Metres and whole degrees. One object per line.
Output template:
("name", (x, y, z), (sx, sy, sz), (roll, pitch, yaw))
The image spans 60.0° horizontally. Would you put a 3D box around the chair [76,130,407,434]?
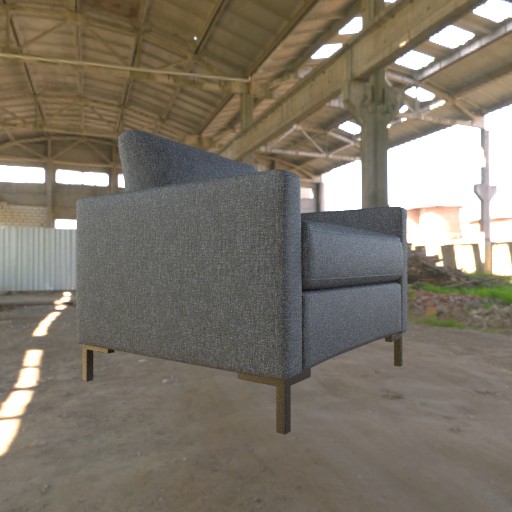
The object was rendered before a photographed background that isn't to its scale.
("chair", (0.000, 0.000, 1.639), (0.866, 0.861, 0.963), (-1, -1, 36))
